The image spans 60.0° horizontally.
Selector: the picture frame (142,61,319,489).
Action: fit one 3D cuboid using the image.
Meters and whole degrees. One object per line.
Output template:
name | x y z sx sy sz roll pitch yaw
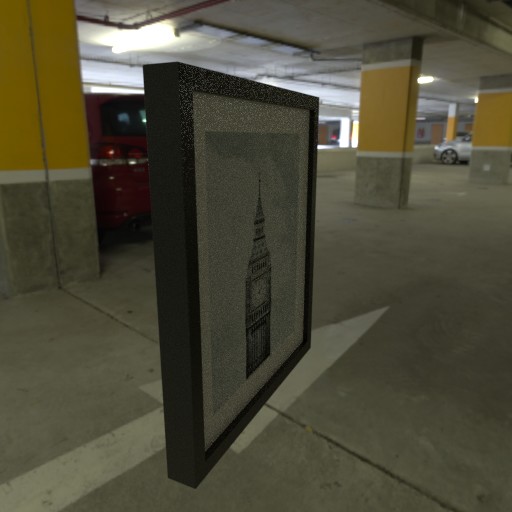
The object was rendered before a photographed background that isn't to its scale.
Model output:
picture frame | 0.000 0.000 0.524 0.034 0.378 0.328 7 16 25
